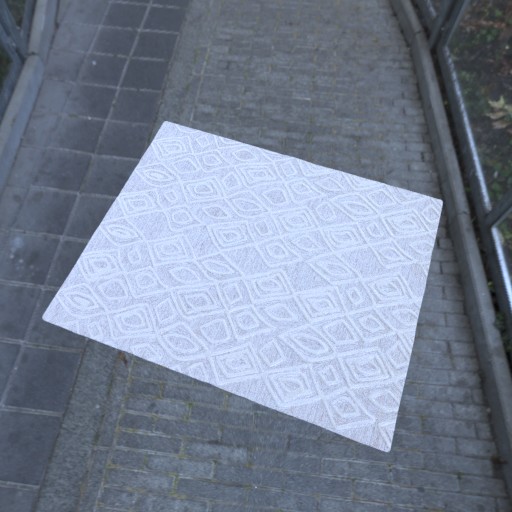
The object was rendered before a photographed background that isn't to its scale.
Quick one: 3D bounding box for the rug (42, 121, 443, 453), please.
[{"bbox_3d":[0.000,0.000,4.094,3.049,0.025,2.449,18,64,9],"label":"rug"}]
